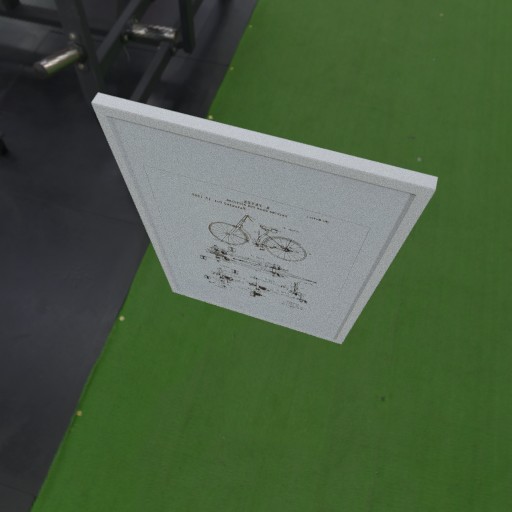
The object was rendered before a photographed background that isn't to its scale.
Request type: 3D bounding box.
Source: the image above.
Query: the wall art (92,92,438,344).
[{"bbox_3d":[0.000,0.000,0.621,0.332,0.477,0.015,16,64,8],"label":"wall art"}]
